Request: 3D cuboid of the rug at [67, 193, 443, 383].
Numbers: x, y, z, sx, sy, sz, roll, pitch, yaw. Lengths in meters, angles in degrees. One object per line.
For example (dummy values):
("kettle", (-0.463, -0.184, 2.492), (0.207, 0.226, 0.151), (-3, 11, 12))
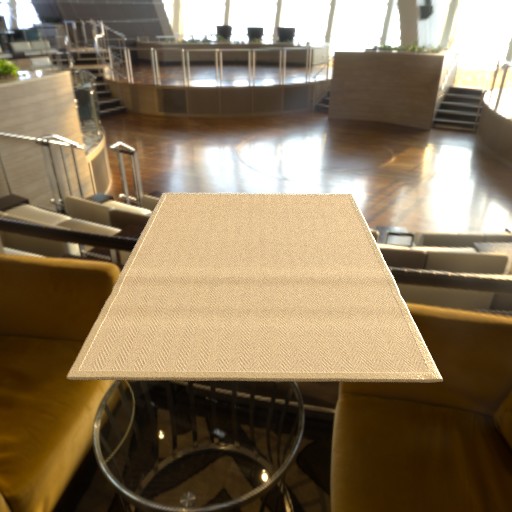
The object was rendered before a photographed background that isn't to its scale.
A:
("rug", (0.000, 0.000, 4.789), (2.734, 0.037, 3.659), (0, 29, 0))
